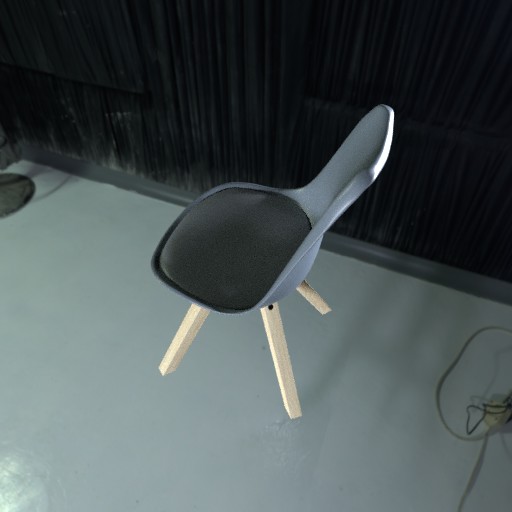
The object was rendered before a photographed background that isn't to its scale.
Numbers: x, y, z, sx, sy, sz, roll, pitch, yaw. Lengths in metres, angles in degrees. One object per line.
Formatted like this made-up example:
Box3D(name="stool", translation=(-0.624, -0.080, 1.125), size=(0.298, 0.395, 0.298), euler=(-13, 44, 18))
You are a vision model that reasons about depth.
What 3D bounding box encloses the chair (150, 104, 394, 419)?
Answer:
Box3D(name="chair", translation=(0.000, 0.000, 1.214), size=(0.550, 0.850, 0.485), euler=(14, 49, 13))
